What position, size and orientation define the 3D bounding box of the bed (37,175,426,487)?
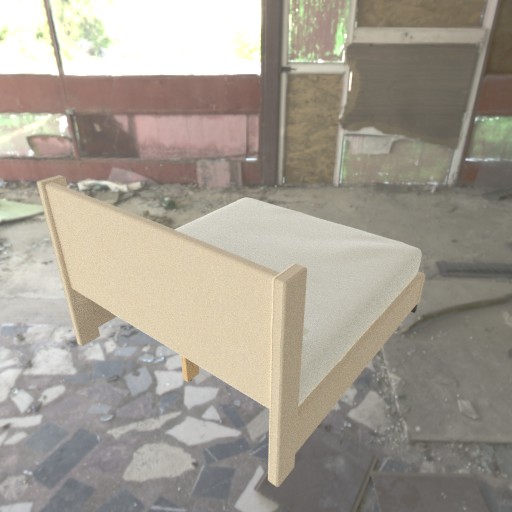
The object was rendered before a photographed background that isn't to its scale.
[{"bbox_3d":[0.000,0.000,3.675,2.145,1.471,2.293,21,36,33],"label":"bed"}]
